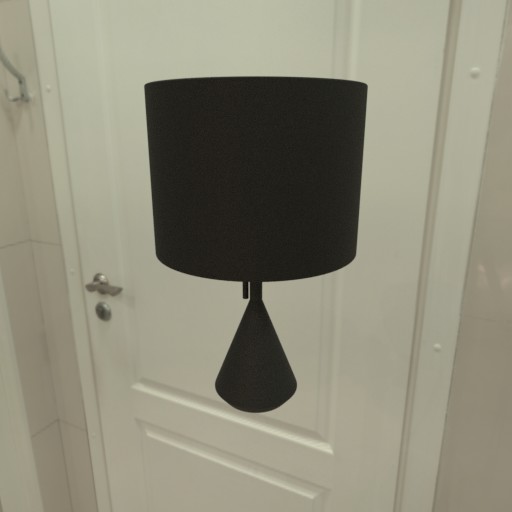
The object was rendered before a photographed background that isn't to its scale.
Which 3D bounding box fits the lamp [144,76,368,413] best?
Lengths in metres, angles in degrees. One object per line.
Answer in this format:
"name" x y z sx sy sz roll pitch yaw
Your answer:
"lamp" 0.000 0.000 0.816 0.359 0.584 0.359 8 19 26
